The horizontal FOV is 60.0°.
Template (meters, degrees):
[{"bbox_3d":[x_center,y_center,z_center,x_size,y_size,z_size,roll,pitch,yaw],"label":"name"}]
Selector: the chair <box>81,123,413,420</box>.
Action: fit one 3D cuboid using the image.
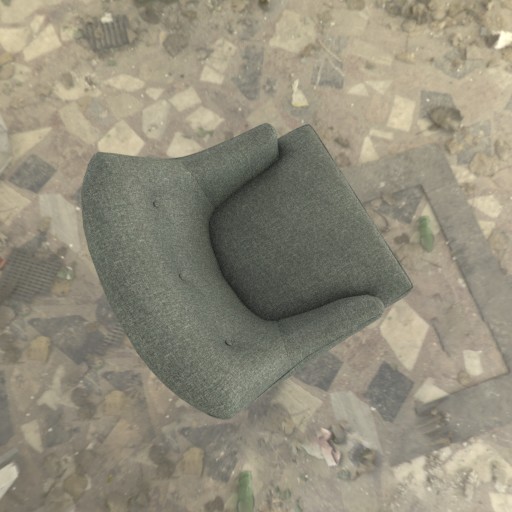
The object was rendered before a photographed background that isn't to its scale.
[{"bbox_3d":[0.000,0.000,1.630,0.923,0.856,0.864,-28,78,-7],"label":"chair"}]
